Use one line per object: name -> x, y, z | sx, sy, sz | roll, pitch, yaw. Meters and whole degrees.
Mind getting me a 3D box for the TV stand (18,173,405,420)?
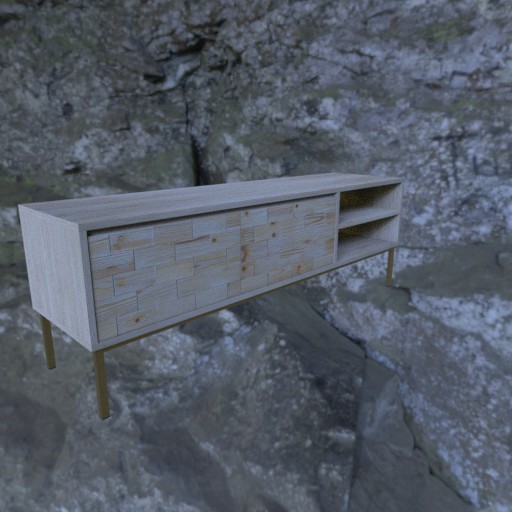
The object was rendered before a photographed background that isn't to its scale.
TV stand -> 0.000, 0.000, 1.806 | 1.600, 0.550, 0.420 | -15, 21, -43
